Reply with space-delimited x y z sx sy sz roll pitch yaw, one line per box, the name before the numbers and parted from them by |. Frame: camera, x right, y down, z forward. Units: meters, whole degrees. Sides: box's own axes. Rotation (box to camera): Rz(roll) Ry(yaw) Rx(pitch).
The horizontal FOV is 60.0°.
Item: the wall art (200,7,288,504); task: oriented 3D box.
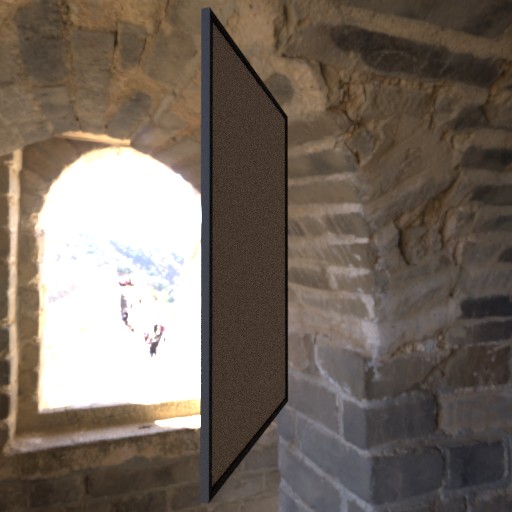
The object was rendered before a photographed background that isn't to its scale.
wall art | 0.000 0.000 0.810 0.013 0.660 0.460 0 -1 17
